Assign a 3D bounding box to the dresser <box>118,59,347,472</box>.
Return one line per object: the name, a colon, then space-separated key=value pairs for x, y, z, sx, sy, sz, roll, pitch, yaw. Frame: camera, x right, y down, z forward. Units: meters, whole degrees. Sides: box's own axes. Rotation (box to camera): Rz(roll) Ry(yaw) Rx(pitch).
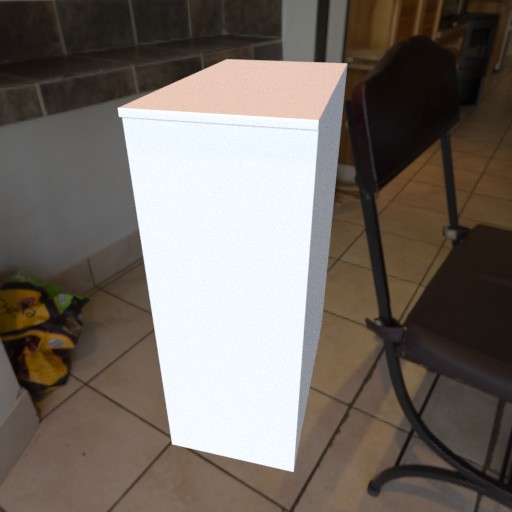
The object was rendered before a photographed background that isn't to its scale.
dresser: x=0.000 y=0.000 z=1.367 sx=0.401 sy=1.021 sz=0.704 roll=7 pitch=32 yaw=12
